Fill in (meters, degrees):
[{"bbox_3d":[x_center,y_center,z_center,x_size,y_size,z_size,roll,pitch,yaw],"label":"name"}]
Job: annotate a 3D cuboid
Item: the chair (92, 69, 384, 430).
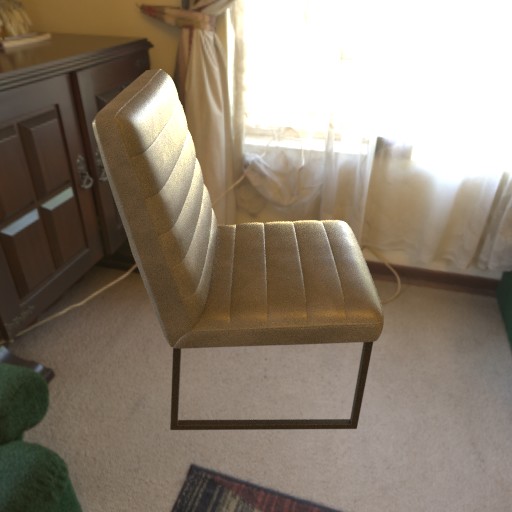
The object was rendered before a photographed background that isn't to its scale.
[{"bbox_3d":[0.000,0.000,1.266,0.634,0.930,0.520,0,32,0],"label":"chair"}]
